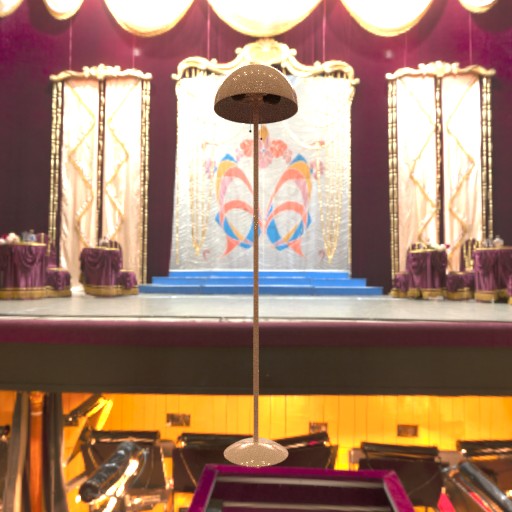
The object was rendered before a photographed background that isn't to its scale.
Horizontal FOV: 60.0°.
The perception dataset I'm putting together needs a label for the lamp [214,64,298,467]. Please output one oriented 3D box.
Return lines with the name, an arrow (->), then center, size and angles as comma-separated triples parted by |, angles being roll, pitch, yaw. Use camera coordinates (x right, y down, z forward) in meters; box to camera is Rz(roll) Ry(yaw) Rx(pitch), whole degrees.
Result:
lamp -> 0.000, 0.000, 1.694 | 0.328, 1.480, 0.328 | 0, -2, 1
